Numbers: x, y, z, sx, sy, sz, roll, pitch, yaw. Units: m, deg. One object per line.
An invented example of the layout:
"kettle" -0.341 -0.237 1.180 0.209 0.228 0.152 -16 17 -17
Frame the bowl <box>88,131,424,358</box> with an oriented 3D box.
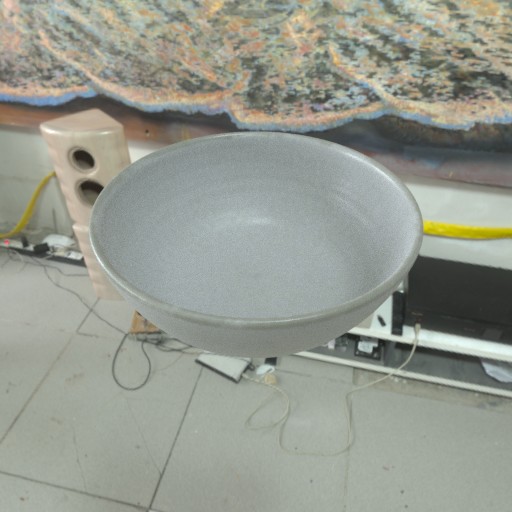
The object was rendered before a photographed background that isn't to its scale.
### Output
"bowl" 0.000 0.000 0.406 0.268 0.121 0.268 0 40 0
